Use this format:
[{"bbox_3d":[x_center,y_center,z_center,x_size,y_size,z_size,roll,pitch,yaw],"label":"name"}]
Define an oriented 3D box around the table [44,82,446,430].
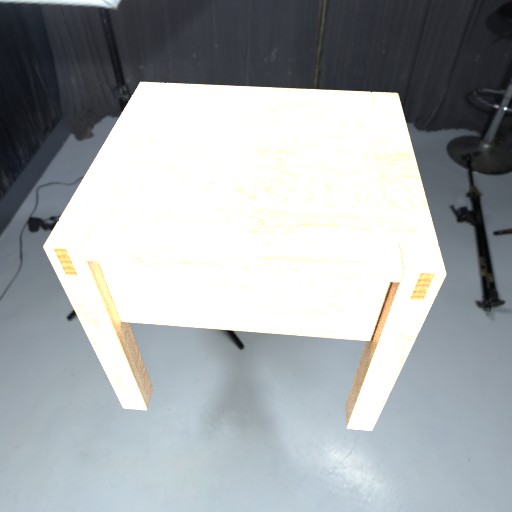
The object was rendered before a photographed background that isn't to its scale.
[{"bbox_3d":[0.000,0.000,0.836,0.480,0.450,0.440,4,47,4],"label":"table"}]
